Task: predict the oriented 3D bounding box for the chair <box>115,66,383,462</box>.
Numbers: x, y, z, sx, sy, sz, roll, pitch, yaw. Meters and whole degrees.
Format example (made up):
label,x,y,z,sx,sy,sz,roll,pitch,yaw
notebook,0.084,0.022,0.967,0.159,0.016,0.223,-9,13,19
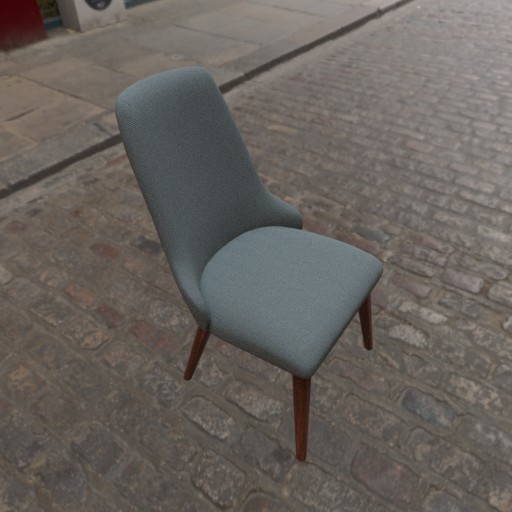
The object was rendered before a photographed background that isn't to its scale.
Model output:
label,x,y,z,sx,sy,sz,roll,pitch,yaw
chair,0.000,0.000,1.327,0.707,0.918,0.535,25,47,26
